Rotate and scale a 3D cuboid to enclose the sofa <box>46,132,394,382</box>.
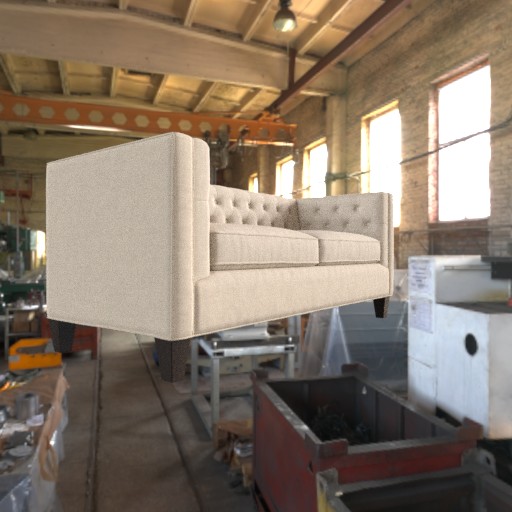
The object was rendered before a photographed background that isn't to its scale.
[{"bbox_3d":[0.000,0.000,2.244,0.775,0.762,1.778,0,1,38],"label":"sofa"}]
